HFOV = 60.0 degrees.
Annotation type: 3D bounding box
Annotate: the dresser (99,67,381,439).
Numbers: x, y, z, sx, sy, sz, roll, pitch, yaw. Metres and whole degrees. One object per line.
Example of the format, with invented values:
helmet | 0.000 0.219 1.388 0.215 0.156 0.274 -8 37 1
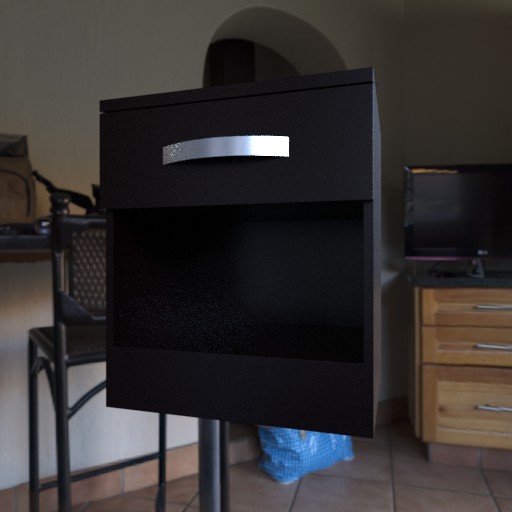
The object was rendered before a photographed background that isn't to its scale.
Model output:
dresser | 0.000 0.000 0.756 0.400 0.470 0.360 0 0 17
